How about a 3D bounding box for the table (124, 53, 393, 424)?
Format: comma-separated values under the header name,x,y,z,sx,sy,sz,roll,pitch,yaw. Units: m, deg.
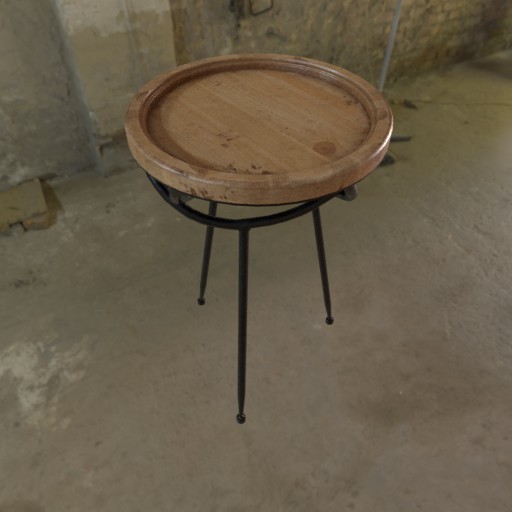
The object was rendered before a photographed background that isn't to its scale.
name,x,y,z,sx,sy,sz,roll,pitch,yaw
table,0.000,0.000,0.921,0.414,0.664,0.418,17,48,16
